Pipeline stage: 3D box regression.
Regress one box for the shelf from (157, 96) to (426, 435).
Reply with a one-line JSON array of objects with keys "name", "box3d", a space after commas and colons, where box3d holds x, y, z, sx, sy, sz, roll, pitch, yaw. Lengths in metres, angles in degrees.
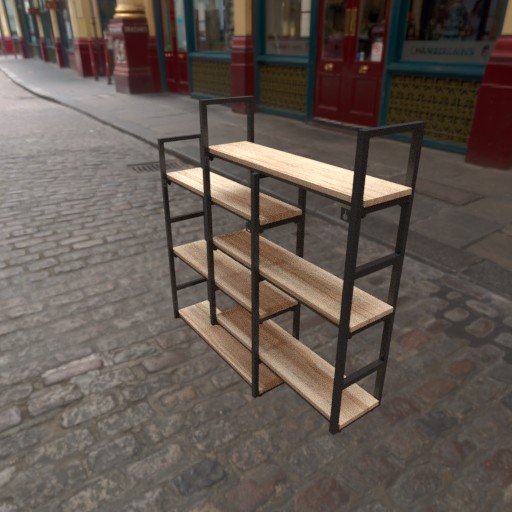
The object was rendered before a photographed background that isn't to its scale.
[{"name": "shelf", "box3d": [0.000, 0.000, 1.400, 0.183, 0.921, 0.946, -17, 30, -32]}]
